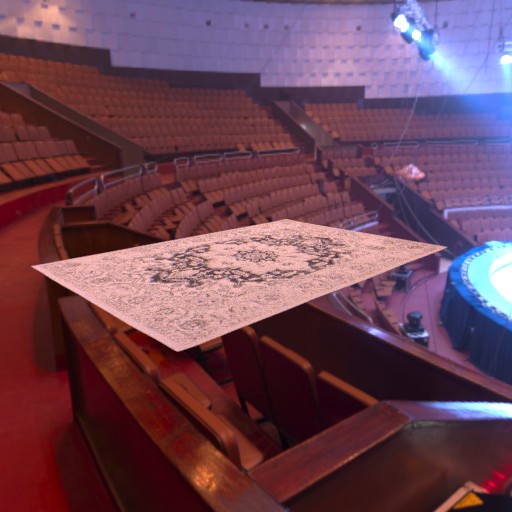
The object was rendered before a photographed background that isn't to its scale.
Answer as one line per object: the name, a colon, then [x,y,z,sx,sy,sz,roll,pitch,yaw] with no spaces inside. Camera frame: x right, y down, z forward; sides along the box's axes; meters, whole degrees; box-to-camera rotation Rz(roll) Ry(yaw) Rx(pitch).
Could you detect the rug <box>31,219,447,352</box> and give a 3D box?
rug: [0.000,0.000,2.294,1.813,0.008,1.223,-14,20,-42]
